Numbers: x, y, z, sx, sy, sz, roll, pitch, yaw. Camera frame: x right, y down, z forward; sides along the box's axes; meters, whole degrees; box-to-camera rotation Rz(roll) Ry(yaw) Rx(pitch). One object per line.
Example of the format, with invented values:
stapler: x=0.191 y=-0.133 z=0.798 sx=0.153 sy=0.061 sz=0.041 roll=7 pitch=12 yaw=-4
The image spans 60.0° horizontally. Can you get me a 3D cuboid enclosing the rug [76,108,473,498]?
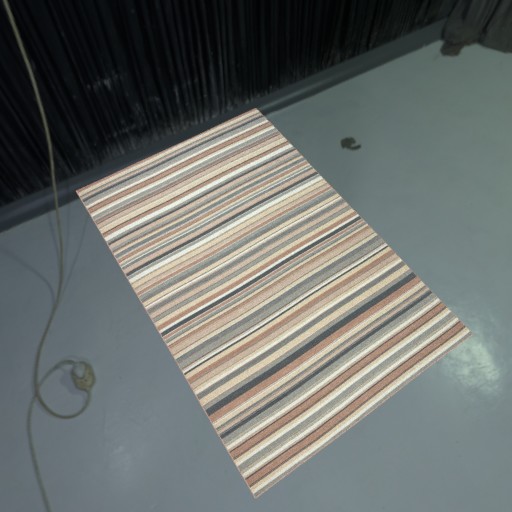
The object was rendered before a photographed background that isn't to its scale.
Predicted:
rug: x=0.000 y=0.000 z=2.281 sx=1.219 sy=0.008 sz=1.829 roll=-30 pitch=64 yaw=-16
